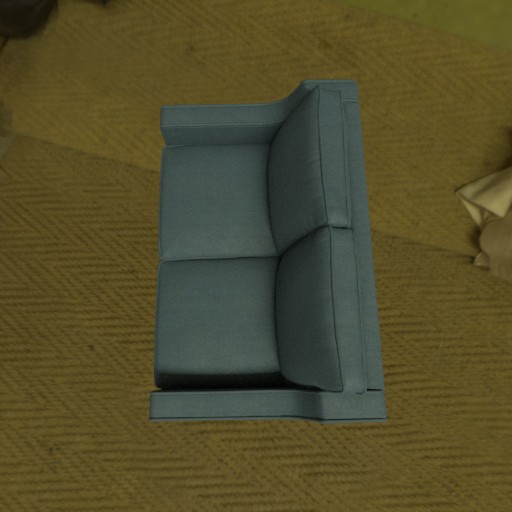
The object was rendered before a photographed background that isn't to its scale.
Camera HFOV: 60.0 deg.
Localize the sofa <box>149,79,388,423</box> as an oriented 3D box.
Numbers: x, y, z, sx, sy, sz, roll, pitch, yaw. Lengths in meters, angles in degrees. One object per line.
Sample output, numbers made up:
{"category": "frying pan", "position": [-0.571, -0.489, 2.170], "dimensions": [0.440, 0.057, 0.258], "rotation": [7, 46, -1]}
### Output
{"category": "sofa", "position": [0.000, 0.000, 2.200], "dimensions": [0.987, 0.971, 1.501], "rotation": [-1, 75, 0]}
